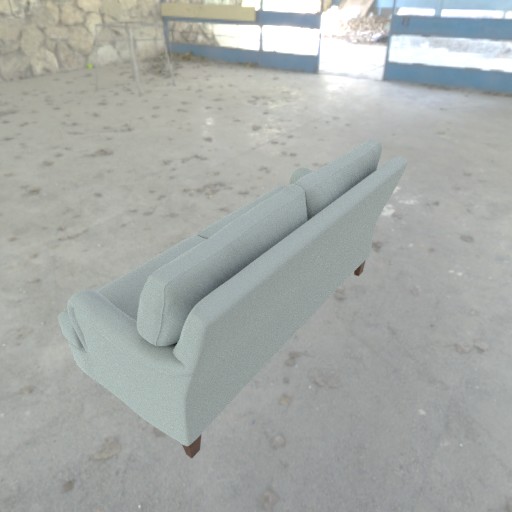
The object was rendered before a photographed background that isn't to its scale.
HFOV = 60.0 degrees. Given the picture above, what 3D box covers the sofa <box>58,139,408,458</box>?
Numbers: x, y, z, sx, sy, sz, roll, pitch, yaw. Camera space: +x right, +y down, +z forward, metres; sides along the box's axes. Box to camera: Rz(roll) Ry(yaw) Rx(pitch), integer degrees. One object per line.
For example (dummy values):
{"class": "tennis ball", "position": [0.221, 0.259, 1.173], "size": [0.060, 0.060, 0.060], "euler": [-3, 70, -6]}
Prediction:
{"class": "sofa", "position": [0.000, 0.000, 2.777], "size": [1.069, 1.096, 2.193], "euler": [20, 37, 30]}
